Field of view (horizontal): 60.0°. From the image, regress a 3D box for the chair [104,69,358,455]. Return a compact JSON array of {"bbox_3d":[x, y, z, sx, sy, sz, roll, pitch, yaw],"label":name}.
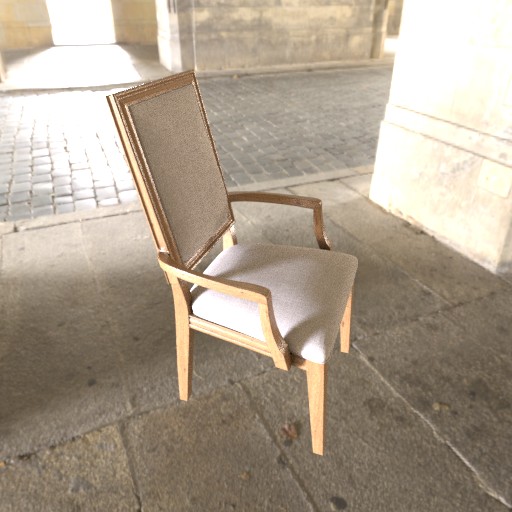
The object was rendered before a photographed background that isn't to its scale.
[{"bbox_3d":[0.000,0.000,1.361,0.602,0.990,0.606,10,32,17],"label":"chair"}]
